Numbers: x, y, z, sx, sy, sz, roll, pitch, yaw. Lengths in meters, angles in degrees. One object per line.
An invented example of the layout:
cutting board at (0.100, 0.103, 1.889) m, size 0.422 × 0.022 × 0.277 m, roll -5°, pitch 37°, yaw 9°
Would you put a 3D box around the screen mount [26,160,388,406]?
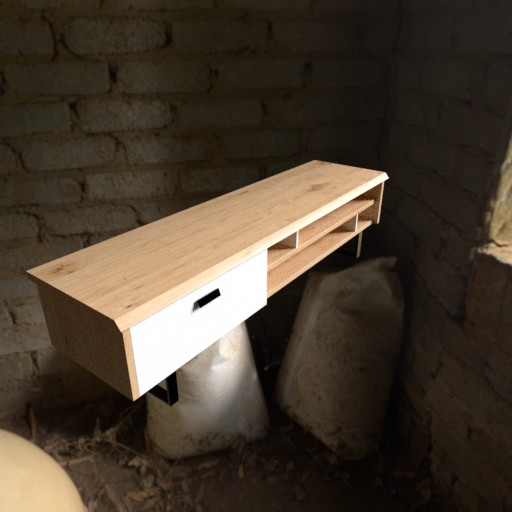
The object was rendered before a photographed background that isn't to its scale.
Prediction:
screen mount at (0.000, 0.000, 1.914) m, size 0.450 × 0.430 × 1.700 m, roll 19°, pitch 32°, yaw 33°
